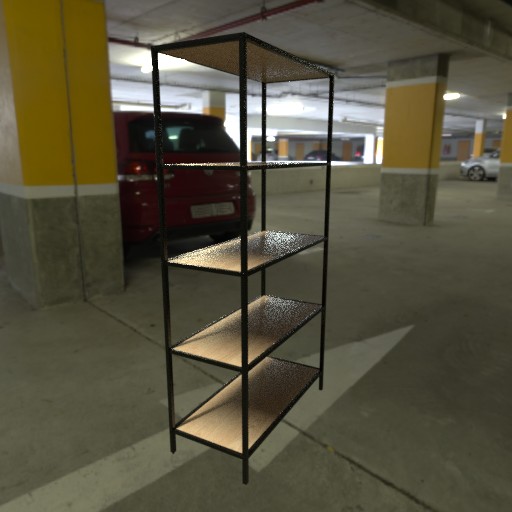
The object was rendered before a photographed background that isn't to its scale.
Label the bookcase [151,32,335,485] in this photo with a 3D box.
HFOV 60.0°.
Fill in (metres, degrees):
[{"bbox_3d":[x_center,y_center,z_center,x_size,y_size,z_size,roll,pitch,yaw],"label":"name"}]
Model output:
[{"bbox_3d":[0.000,0.000,1.837,0.350,1.500,0.770,7,15,28],"label":"bookcase"}]
